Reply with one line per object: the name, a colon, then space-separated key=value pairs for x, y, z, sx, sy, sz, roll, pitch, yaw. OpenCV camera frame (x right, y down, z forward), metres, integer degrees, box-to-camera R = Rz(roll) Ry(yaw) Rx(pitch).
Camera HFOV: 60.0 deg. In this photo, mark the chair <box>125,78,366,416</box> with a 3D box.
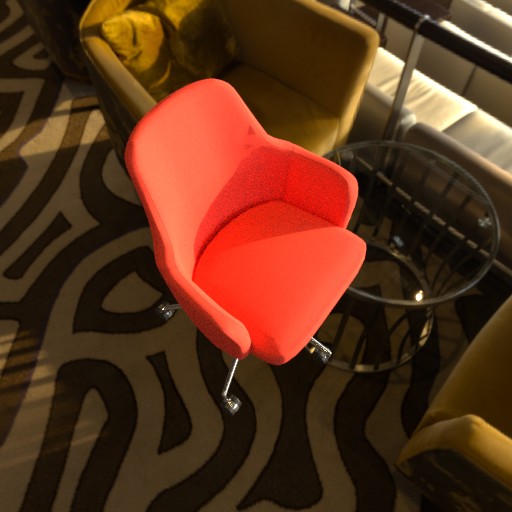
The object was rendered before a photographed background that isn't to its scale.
chair: x=0.000 y=0.000 z=1.279 sx=0.600 sy=0.820 sz=0.655 roll=32 pitch=62 yaw=19
